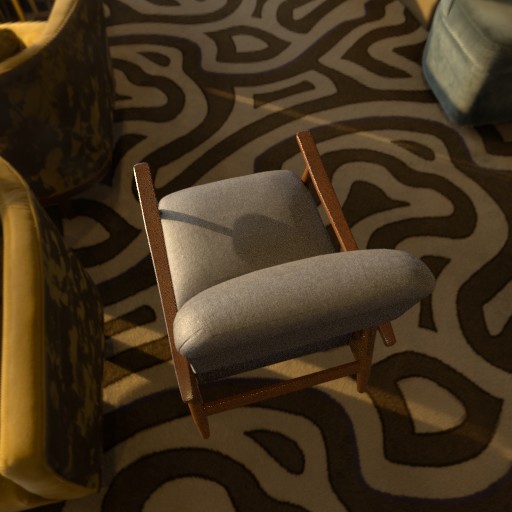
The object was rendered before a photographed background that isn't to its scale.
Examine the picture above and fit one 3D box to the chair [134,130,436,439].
[{"bbox_3d":[0.000,0.000,1.688,0.762,1.081,1.014,-13,59,-8],"label":"chair"}]
